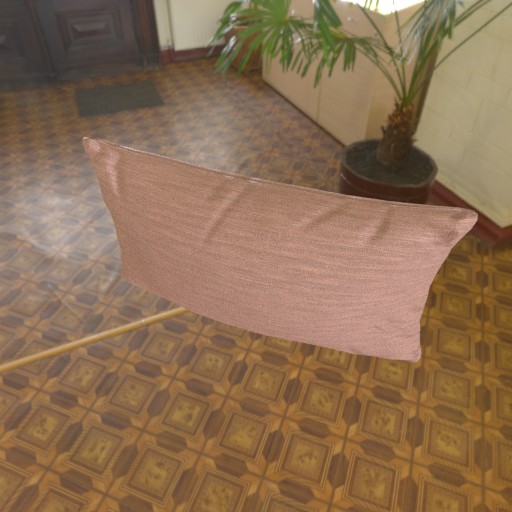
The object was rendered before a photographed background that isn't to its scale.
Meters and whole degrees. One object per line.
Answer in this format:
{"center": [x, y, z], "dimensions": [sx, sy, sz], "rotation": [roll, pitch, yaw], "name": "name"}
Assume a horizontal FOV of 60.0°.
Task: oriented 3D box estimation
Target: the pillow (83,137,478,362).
{"center": [0.000, 0.000, 0.777], "dimensions": [0.633, 0.338, 0.210], "rotation": [14, 44, 15], "name": "pillow"}
